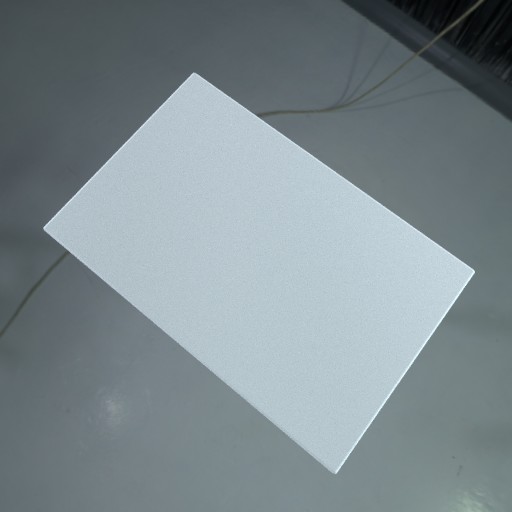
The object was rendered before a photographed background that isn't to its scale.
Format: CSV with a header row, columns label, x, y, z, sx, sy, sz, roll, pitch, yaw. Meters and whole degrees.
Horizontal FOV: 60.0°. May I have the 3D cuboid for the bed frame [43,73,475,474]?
label,x,y,z,sx,sy,sz,roll,pitch,yaw
bed frame,0.000,0.000,3.801,2.987,0.440,1.930,38,78,9
